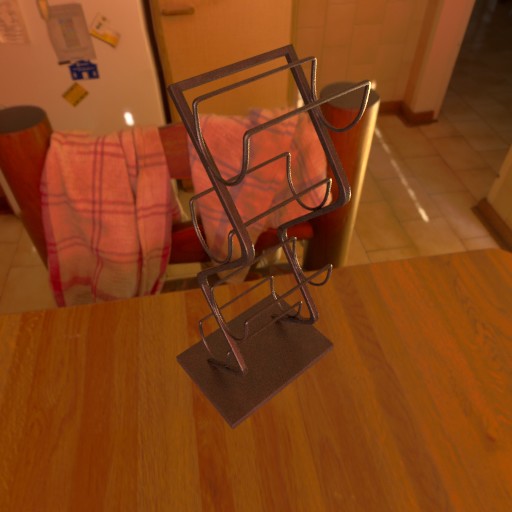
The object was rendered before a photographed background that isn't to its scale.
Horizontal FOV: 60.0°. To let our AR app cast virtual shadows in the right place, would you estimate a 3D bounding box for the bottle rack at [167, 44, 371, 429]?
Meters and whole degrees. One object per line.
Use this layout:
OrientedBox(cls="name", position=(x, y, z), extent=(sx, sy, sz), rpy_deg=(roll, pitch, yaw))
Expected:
OrientedBox(cls="bottle rack", position=(0.000, 0.000, 0.673), extent=(0.254, 0.559, 0.178), rpy_deg=(-31, 53, -27))
